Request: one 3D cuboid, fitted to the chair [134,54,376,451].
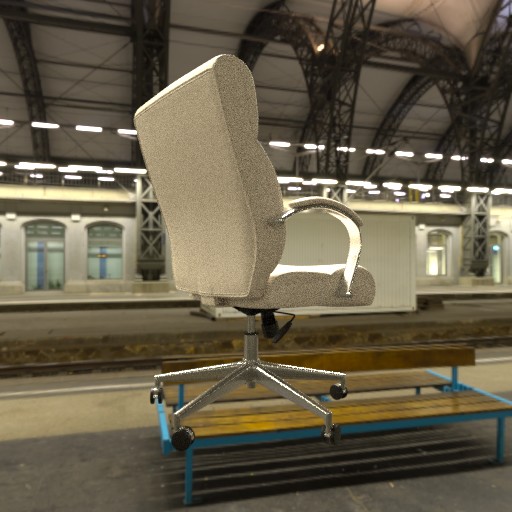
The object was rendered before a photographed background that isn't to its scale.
[{"bbox_3d":[0.000,0.000,1.552,0.745,1.099,0.727,0,-1,-38],"label":"chair"}]
